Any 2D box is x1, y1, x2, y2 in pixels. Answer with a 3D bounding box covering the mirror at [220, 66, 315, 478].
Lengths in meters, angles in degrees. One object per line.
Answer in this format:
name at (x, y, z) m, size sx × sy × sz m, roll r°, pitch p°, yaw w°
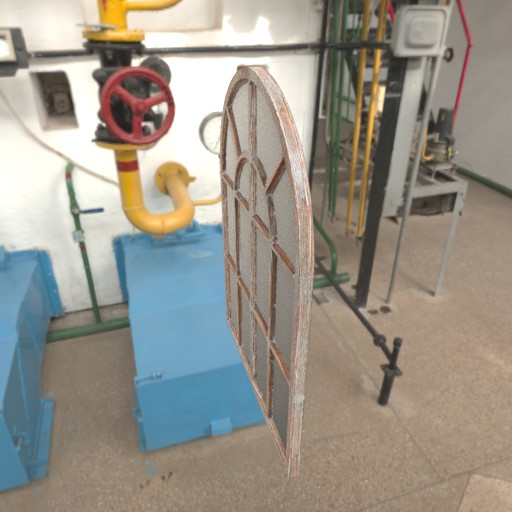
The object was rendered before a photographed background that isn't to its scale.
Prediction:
mirror at (0.000, 0.000, 1.167) m, size 0.032 × 0.920 × 0.660 m, roll -9°, pitch 31°, yaw -15°
